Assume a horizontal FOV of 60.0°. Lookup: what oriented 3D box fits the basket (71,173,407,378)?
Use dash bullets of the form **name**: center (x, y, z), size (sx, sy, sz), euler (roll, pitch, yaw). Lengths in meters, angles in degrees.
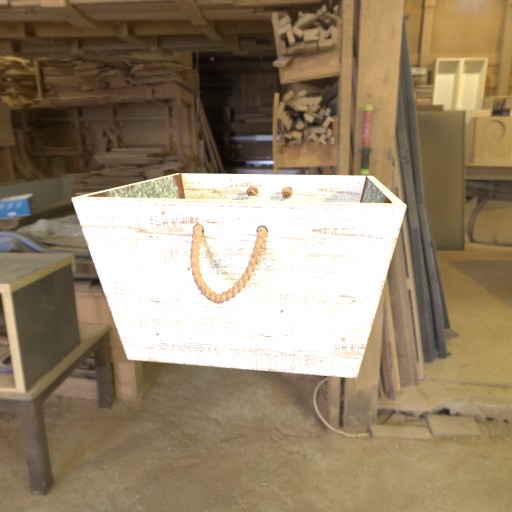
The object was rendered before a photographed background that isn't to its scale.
- **basket**: center (0.000, 0.000, 0.763), size (0.413, 0.247, 0.545), euler (2, 15, 9)
